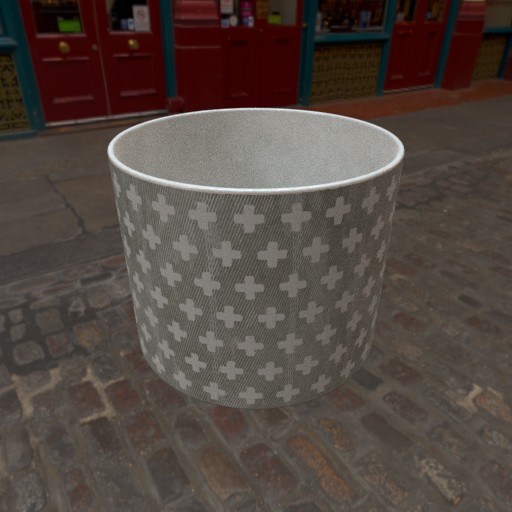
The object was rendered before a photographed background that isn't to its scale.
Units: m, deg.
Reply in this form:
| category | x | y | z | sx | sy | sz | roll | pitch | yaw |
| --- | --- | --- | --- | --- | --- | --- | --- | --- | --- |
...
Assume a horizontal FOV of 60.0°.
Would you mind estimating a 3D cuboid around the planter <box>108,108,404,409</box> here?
| category | x | y | z | sx | sy | sz | roll | pitch | yaw |
| --- | --- | --- | --- | --- | --- | --- | --- | --- | --- |
| planter | 0.000 | 0.000 | 0.447 | 0.250 | 0.239 | 0.250 | 0 | 30 | 0 |
